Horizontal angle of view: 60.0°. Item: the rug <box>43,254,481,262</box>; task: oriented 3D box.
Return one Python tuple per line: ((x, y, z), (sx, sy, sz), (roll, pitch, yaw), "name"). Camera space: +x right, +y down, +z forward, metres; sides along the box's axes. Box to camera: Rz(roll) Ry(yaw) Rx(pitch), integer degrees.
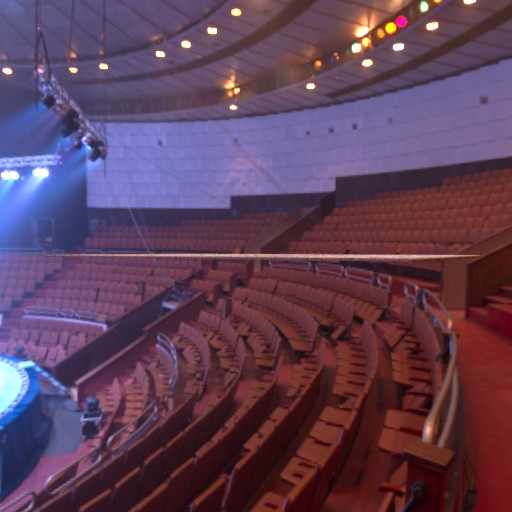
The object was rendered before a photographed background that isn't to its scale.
((0.000, 0.000, 2.912), (2.444, 0.012, 1.526), (0, 1, 35), "rug")
